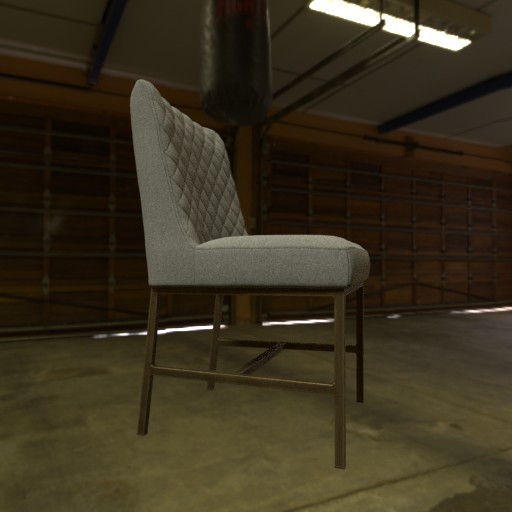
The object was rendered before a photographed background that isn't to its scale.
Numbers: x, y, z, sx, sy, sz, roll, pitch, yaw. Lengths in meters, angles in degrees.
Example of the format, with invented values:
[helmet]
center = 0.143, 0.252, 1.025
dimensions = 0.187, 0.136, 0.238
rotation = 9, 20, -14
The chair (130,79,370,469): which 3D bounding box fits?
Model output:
[chair]
center = 0.000, 0.000, 1.231
dimensions = 0.587, 0.889, 0.508
rotation = 0, -1, 18
